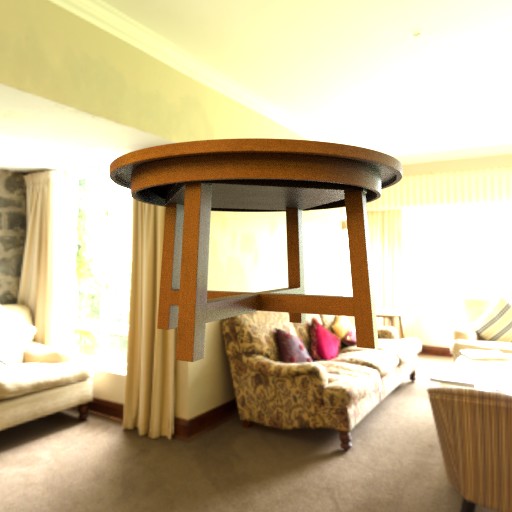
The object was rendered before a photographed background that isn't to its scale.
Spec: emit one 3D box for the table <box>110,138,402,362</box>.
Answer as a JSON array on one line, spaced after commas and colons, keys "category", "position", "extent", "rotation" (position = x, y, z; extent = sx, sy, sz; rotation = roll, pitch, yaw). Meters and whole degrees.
[{"category": "table", "position": [0.000, 0.000, 2.101], "extent": [1.319, 0.762, 1.319], "rotation": [0, 0, 0]}]
